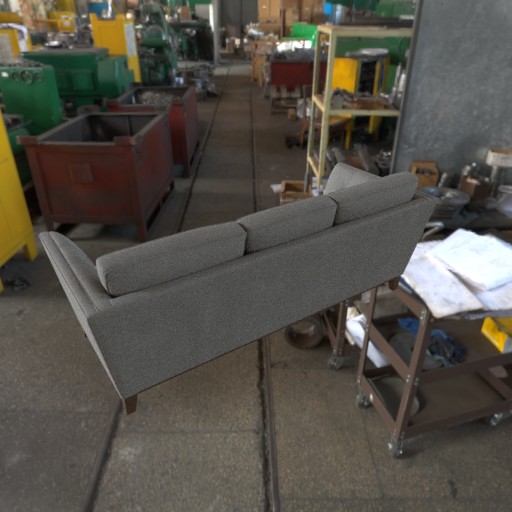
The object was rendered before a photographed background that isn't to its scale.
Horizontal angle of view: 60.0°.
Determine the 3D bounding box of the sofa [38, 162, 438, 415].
[{"bbox_3d":[0.000,0.000,2.941,2.387,0.940,0.965,-18,34,-30],"label":"sofa"}]
